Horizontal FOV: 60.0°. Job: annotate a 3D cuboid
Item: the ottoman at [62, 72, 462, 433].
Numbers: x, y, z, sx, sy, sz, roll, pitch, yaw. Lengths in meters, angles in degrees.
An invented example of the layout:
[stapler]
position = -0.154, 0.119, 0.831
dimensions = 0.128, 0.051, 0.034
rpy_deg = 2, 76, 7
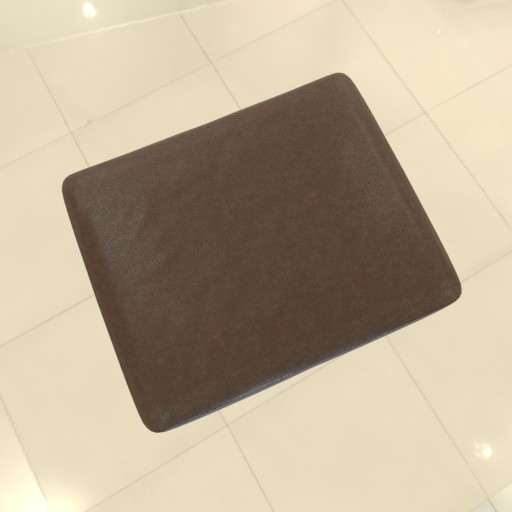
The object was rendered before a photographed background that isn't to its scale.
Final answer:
[ottoman]
position = 0.000, 0.000, 1.125
dimensions = 0.751, 0.476, 0.603
rpy_deg = -23, 78, -5
